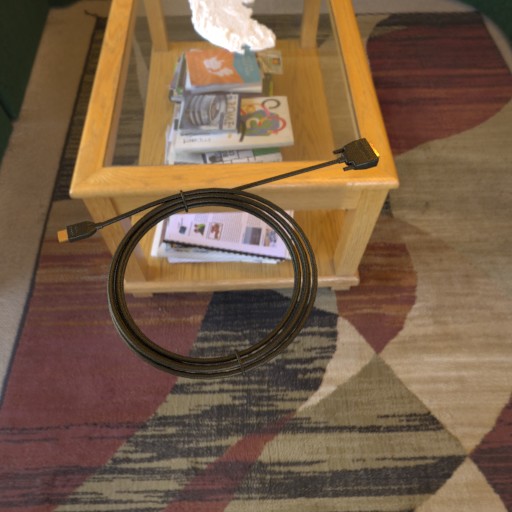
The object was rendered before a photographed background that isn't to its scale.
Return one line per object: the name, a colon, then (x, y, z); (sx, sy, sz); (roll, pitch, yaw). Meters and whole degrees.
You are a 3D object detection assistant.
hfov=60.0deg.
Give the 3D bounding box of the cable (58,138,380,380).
cable: (0.000, 0.000, 0.512); (0.422, 0.030, 0.257); (-17, 61, -10)
